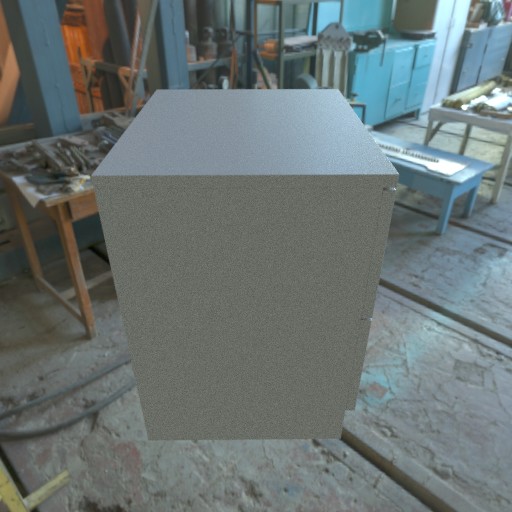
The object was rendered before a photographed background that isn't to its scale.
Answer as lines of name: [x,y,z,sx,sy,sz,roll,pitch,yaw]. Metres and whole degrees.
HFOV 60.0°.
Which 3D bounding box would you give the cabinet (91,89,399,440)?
cabinet: [0.000,0.000,0.775,0.360,0.470,0.400,0,33,0]
